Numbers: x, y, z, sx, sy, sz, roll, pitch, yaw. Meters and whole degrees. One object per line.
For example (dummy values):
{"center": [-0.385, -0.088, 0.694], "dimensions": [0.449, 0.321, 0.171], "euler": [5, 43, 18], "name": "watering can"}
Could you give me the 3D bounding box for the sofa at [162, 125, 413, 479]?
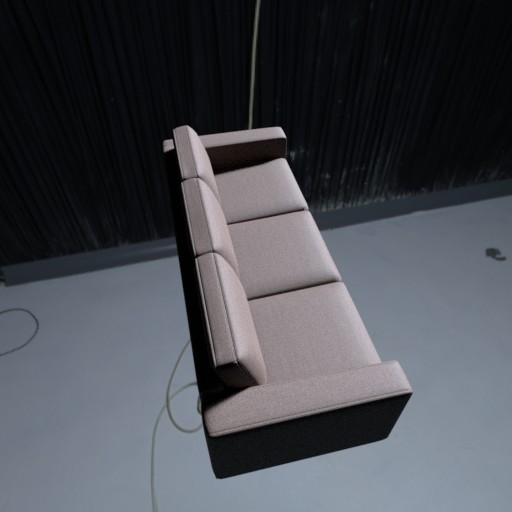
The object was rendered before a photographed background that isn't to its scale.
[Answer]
{"center": [0.000, 0.000, 2.637], "dimensions": [0.900, 0.806, 2.160], "euler": [-9, 48, -9], "name": "sofa"}
